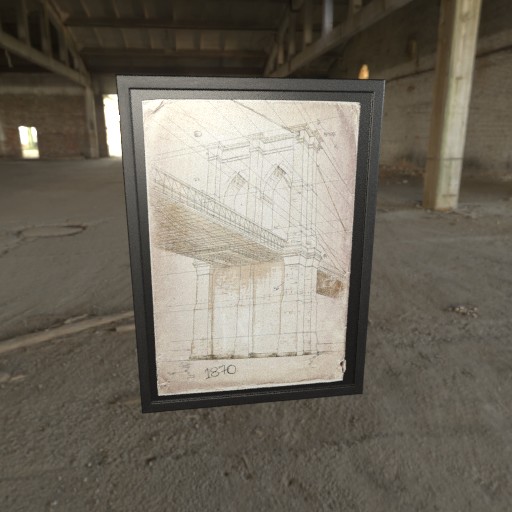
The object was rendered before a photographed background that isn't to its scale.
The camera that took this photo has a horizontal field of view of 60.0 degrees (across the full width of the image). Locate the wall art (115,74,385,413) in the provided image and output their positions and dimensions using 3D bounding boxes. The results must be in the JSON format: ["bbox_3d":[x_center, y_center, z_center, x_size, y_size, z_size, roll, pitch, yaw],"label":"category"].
[{"bbox_3d":[0.000,0.000,1.284,0.707,0.967,0.013,-2,16,-8],"label":"wall art"}]
